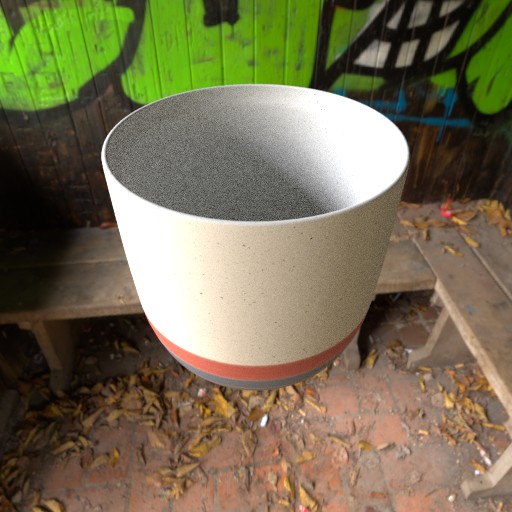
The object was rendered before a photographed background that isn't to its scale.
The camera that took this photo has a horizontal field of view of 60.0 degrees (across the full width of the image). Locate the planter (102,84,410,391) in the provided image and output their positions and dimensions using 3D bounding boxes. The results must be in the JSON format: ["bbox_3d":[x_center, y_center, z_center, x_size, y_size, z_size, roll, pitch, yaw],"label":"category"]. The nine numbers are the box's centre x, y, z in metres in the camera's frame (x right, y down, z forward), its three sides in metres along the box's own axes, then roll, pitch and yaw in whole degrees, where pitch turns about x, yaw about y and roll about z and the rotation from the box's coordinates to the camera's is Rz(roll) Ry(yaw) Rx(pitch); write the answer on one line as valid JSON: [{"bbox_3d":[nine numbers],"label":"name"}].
[{"bbox_3d":[0.000,0.000,0.371,0.204,0.214,0.204,0,40,0],"label":"planter"}]
